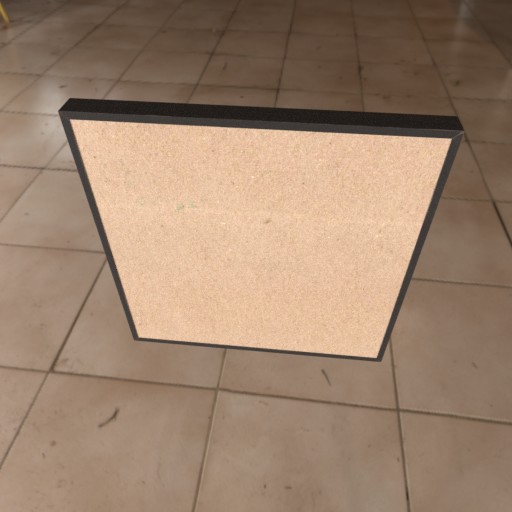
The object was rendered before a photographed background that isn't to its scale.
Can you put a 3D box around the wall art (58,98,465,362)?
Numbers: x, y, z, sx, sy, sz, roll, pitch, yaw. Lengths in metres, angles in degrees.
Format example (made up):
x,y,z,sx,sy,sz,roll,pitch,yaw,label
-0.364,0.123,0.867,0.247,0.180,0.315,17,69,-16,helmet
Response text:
x,y,z,sx,sy,sz,roll,pitch,yaw,label
0.000,0.000,0.742,0.508,0.508,0.038,4,45,4,wall art
